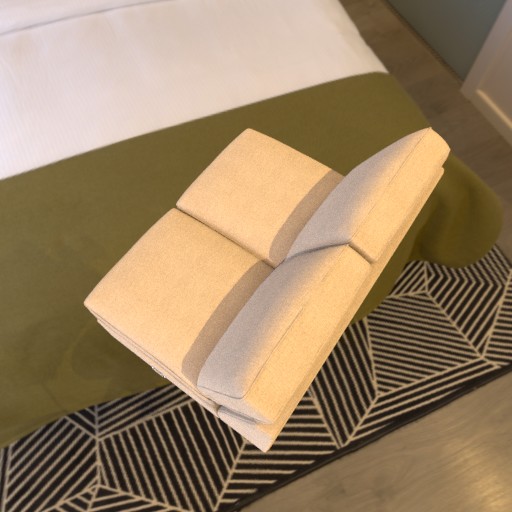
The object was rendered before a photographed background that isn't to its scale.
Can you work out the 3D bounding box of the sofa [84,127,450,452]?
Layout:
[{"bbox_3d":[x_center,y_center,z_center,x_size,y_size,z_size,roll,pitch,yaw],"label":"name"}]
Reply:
[{"bbox_3d":[0.000,0.000,1.947,0.978,1.006,1.232,32,67,15],"label":"sofa"}]
